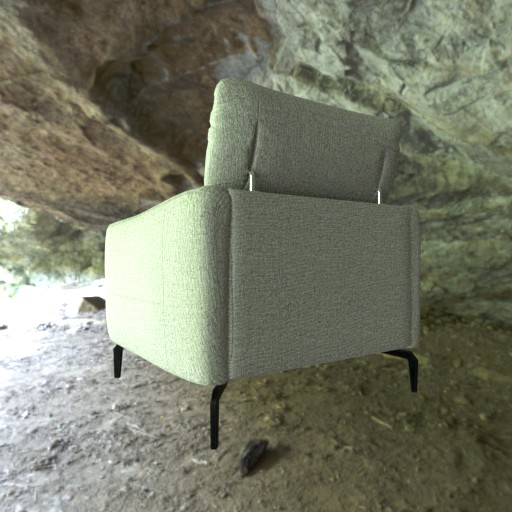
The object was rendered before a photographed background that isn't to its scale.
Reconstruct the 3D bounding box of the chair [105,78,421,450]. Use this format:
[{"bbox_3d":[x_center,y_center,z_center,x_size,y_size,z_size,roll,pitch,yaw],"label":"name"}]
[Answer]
[{"bbox_3d":[0.000,0.000,1.676,0.972,0.967,0.835,0,0,-35],"label":"chair"}]
